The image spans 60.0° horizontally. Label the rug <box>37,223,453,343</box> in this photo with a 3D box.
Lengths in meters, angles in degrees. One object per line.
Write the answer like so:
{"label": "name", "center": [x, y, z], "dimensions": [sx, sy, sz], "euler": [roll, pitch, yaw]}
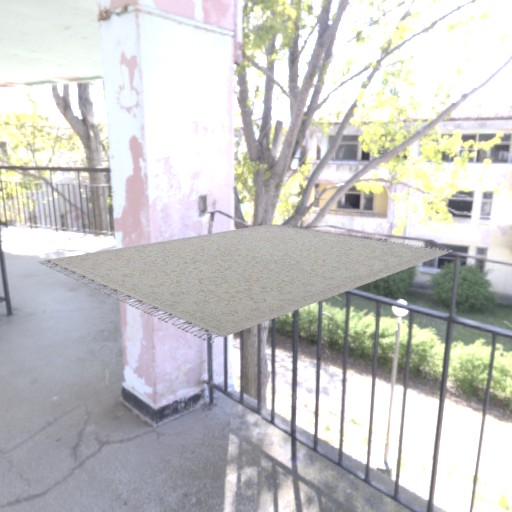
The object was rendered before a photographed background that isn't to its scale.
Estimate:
{"label": "rug", "center": [0.000, 0.000, 4.099], "dimensions": [3.043, 0.013, 2.444], "euler": [-13, 18, -43]}
